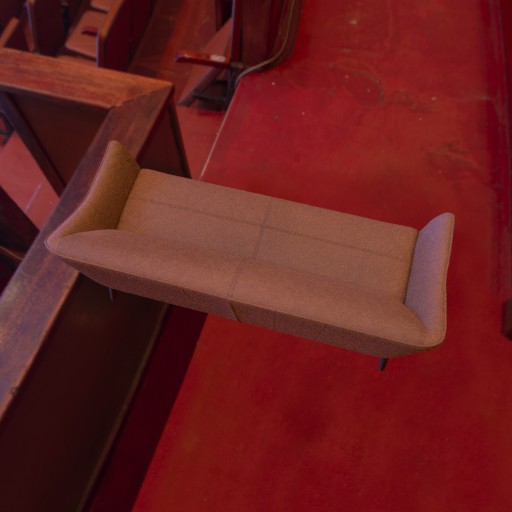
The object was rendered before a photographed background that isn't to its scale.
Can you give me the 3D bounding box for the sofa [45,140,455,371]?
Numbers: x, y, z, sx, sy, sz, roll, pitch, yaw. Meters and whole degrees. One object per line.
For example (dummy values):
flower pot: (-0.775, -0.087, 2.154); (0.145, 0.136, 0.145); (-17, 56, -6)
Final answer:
sofa: (0.000, 0.000, 2.397); (1.928, 0.830, 0.869); (13, 63, 7)
